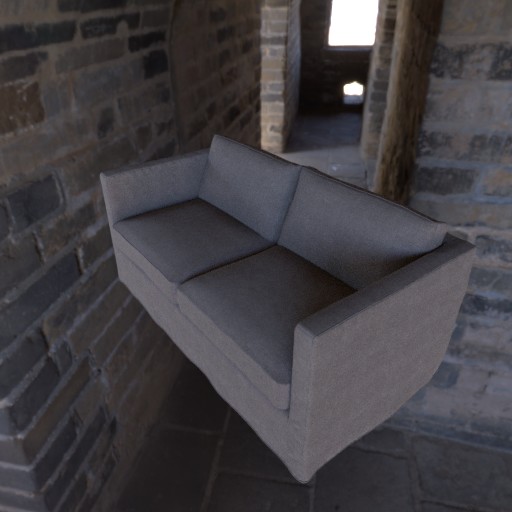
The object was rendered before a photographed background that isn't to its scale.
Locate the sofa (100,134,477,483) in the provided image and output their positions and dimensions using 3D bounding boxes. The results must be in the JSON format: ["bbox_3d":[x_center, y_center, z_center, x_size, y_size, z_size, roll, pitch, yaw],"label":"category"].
[{"bbox_3d":[0.000,0.000,2.321,0.974,0.854,1.802,-22,37,-31],"label":"sofa"}]
